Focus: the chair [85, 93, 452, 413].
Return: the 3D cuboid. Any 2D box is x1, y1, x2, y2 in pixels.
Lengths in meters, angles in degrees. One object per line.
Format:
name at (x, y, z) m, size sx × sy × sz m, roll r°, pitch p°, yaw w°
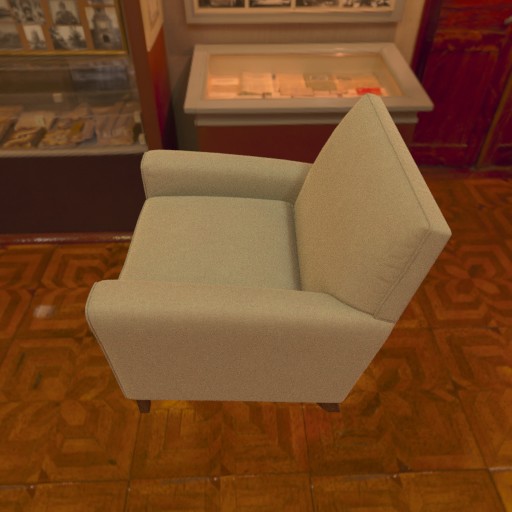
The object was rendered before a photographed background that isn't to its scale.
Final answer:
chair at (0.000, 0.000, 1.532) m, size 0.871 × 0.846 × 0.840 m, roll 0°, pitch 42°, yaw 0°
